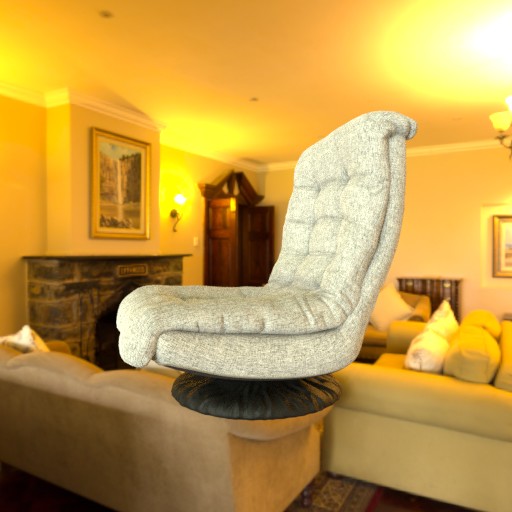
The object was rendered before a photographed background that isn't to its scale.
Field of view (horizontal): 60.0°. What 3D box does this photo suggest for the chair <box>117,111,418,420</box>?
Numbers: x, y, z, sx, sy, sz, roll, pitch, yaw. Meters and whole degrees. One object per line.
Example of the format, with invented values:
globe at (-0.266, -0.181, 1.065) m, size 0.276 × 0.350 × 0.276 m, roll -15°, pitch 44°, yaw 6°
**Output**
chair at (0.000, 0.000, 0.967) m, size 0.583 × 0.600 × 0.400 m, roll 0°, pitch 1°, yaw -20°
